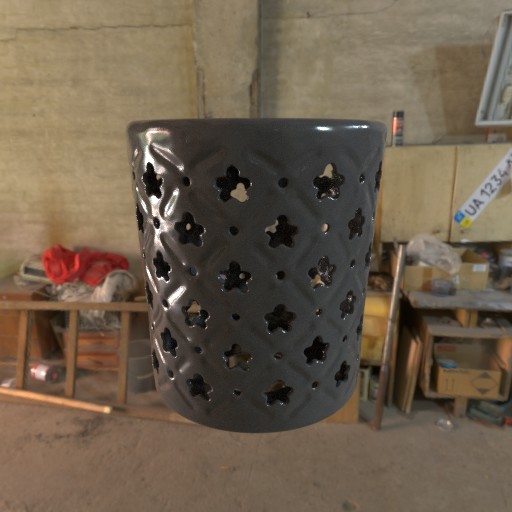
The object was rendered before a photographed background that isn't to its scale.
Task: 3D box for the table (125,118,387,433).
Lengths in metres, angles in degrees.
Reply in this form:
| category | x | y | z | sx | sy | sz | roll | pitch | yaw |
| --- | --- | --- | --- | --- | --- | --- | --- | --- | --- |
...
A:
| category | x | y | z | sx | sy | sz | roll | pitch | yaw |
| --- | --- | --- | --- | --- | --- | --- | --- | --- | --- |
| table | 0.000 | 0.000 | 0.662 | 0.352 | 0.387 | 0.352 | 0 | 15 | 0 |
